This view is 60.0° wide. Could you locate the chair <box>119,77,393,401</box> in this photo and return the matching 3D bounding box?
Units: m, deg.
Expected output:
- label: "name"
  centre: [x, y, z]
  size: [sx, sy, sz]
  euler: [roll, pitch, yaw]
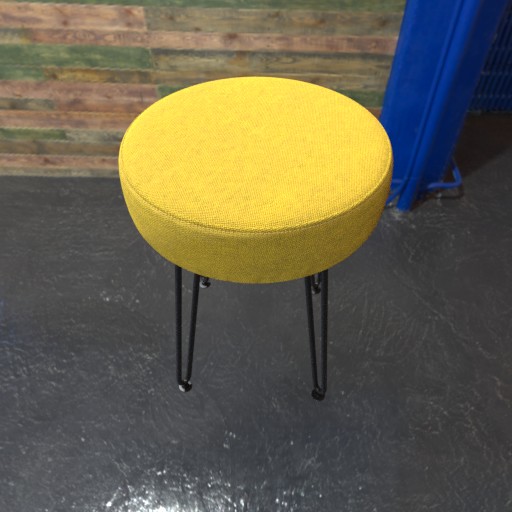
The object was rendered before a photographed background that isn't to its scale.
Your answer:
- label: "chair"
  centre: [0.000, 0.000, 0.711]
  size: [0.345, 0.455, 0.345]
  euler: [3, 47, 3]
